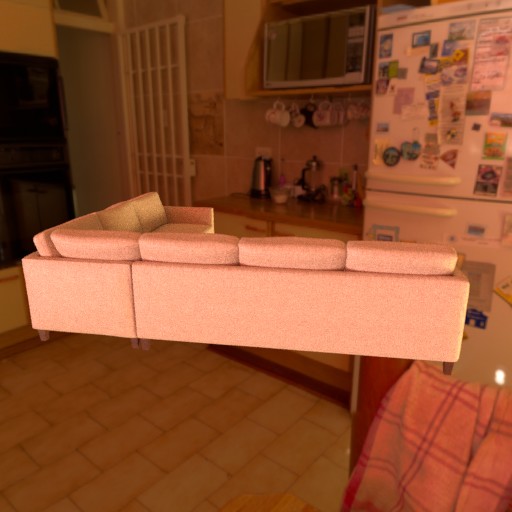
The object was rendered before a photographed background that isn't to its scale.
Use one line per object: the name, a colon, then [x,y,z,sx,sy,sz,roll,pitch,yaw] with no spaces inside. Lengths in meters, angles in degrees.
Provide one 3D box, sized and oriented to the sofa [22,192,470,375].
sofa: [0.000,0.000,4.411,3.333,0.934,2.522,3,16,9]
